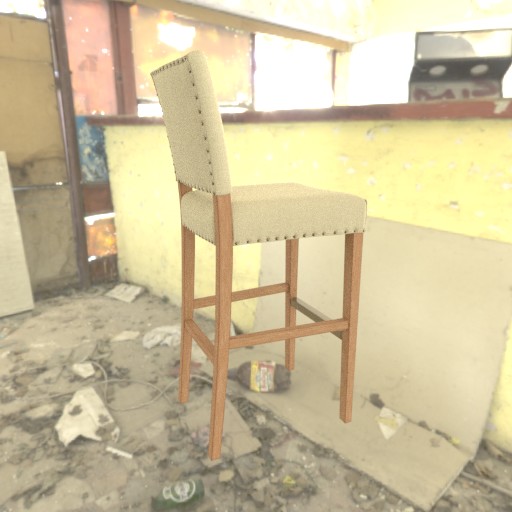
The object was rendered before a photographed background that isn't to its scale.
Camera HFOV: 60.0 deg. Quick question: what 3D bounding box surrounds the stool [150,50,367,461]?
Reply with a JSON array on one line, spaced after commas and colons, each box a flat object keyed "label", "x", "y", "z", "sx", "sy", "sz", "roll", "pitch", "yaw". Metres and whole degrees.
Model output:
[{"label": "stool", "x": 0.000, "y": 0.000, "z": 1.439, "sx": 0.546, "sy": 1.143, "sz": 0.428, "roll": -8, "pitch": 18, "yaw": -25}]
